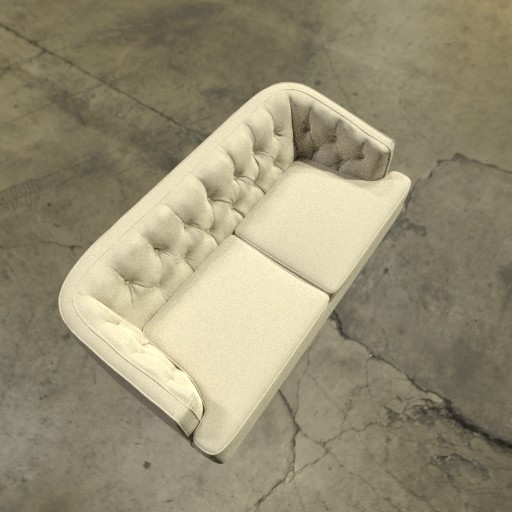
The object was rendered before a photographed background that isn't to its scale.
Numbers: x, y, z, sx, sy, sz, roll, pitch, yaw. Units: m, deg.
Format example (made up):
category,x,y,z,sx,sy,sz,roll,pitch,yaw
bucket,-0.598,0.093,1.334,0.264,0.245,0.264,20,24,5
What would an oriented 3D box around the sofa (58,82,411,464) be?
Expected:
category,x,y,z,sx,sy,sz,roll,pitch,yaw
sofa,0.000,0.000,2.257,0.941,0.855,1.733,32,64,17
